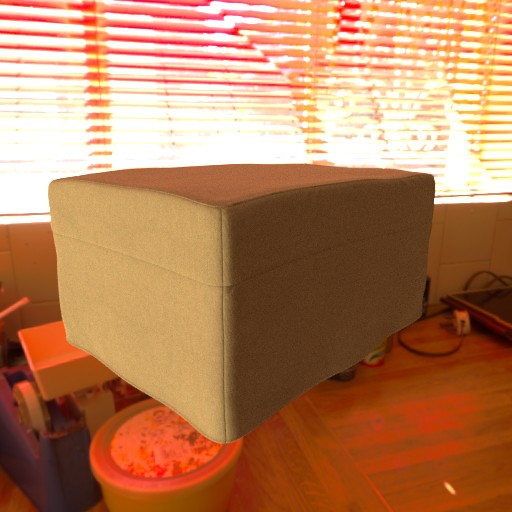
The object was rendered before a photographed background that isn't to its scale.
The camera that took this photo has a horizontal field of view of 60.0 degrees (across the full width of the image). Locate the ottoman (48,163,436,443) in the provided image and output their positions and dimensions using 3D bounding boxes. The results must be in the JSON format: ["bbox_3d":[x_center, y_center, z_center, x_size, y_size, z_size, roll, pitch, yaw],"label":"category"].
[{"bbox_3d":[0.000,0.000,1.209,0.648,0.461,0.833,14,20,41],"label":"ottoman"}]
